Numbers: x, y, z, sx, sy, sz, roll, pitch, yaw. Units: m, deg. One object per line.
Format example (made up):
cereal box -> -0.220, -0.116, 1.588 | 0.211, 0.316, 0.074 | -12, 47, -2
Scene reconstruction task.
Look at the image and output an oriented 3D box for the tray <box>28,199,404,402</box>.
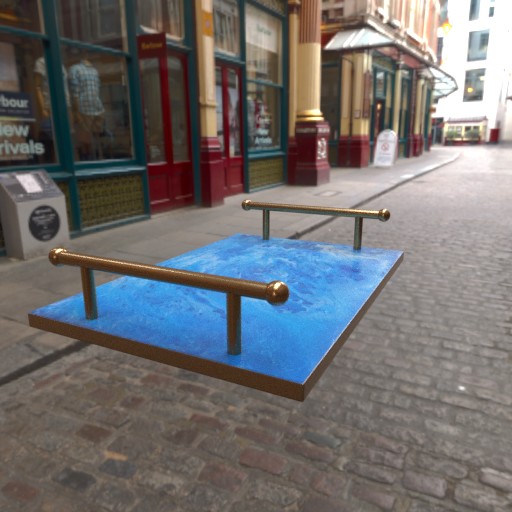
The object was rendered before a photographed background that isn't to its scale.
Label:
tray -> 0.000, 0.000, 0.574 | 0.304, 0.084, 0.444 | 7, 17, 26
